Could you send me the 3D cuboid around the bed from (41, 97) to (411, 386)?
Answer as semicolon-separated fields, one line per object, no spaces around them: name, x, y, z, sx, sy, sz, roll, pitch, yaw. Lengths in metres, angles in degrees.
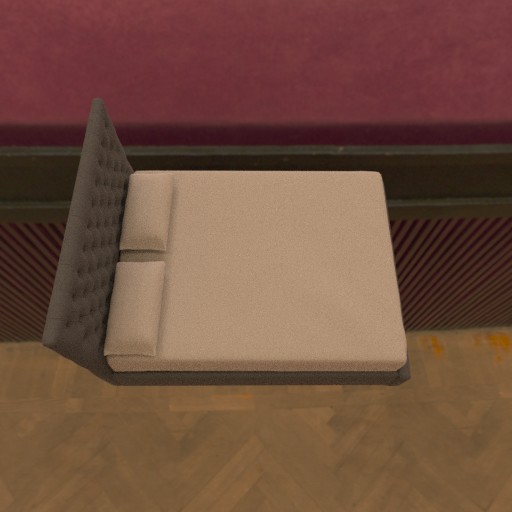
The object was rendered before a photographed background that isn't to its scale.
bed;0.000;0.000;3.252;2.231;1.427;1.698;0;65;0
